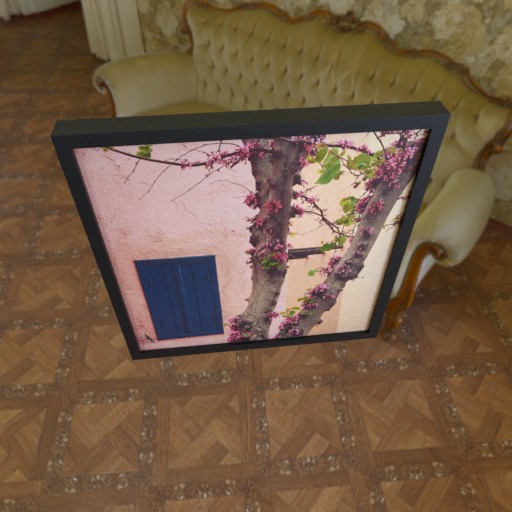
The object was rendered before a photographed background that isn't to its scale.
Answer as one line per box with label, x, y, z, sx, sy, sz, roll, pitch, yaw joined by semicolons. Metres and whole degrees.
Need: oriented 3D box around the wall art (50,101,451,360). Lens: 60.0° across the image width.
wall art;0.000;0.000;0.751;0.508;0.508;0.038;-4;45;-4
